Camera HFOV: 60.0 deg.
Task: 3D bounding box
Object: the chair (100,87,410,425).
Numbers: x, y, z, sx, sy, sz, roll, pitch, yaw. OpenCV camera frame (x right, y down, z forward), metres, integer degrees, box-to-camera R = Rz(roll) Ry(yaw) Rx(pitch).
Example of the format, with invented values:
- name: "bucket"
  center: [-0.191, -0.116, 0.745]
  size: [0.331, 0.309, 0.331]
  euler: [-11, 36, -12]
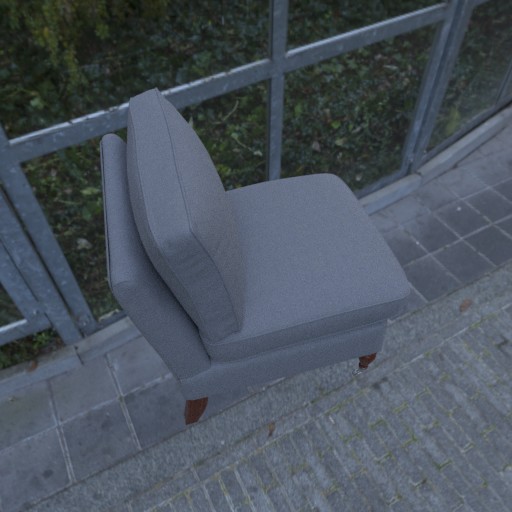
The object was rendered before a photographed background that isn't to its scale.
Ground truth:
- name: "chair"
  center: [0.000, 0.000, 1.640]
  size: [0.924, 1.045, 0.724]
  euler: [-11, 48, -10]
